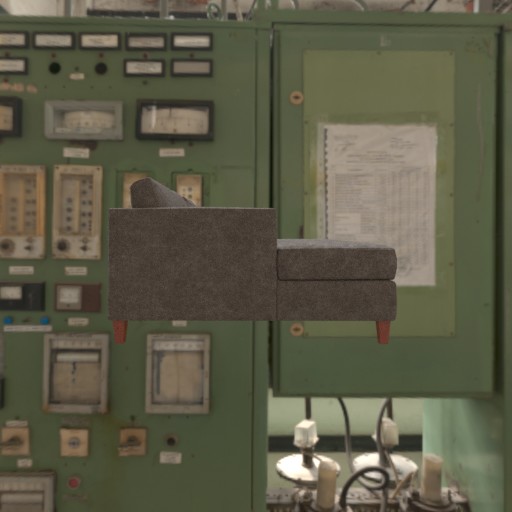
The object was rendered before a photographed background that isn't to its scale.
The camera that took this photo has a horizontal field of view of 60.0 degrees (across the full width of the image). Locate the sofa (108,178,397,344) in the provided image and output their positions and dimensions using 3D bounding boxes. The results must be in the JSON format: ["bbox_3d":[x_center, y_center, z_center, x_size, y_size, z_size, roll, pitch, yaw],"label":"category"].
[{"bbox_3d":[0.000,0.000,4.125,1.606,0.954,3.471,0,0,1],"label":"sofa"}]
